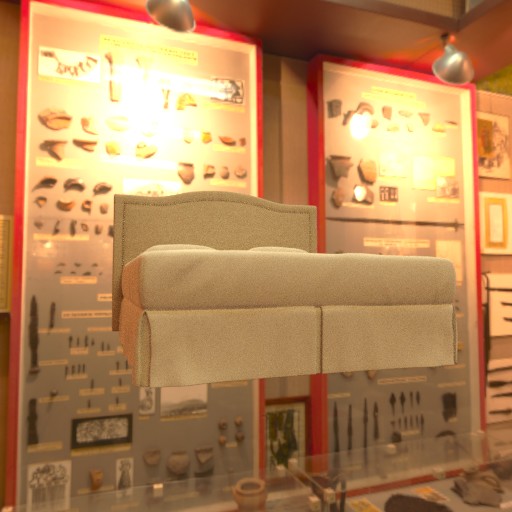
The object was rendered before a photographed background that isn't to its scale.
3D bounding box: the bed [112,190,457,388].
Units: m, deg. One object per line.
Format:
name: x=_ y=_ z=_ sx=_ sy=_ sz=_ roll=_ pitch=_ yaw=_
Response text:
bed: x=0.000 y=0.000 z=3.446 sx=2.083 sy=1.421 sz=2.182 roll=1 pitch=-3 yaw=-19
